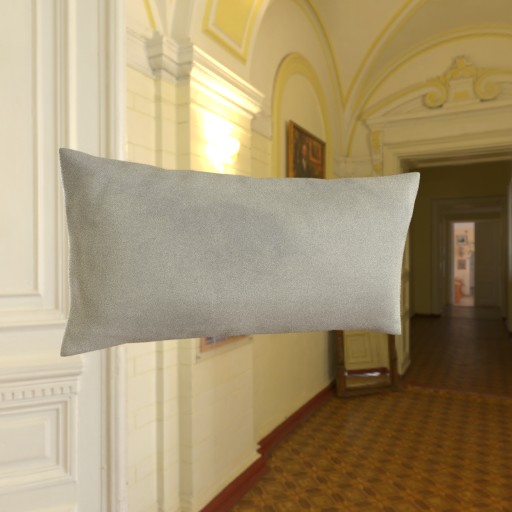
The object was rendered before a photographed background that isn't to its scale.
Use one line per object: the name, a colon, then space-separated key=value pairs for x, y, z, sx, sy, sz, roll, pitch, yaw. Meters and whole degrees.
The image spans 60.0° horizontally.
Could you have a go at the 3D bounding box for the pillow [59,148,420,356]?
pillow: x=0.000 y=0.000 z=0.742 sx=0.608 sy=0.305 sz=0.156 roll=0 pitch=0 yaw=-18
